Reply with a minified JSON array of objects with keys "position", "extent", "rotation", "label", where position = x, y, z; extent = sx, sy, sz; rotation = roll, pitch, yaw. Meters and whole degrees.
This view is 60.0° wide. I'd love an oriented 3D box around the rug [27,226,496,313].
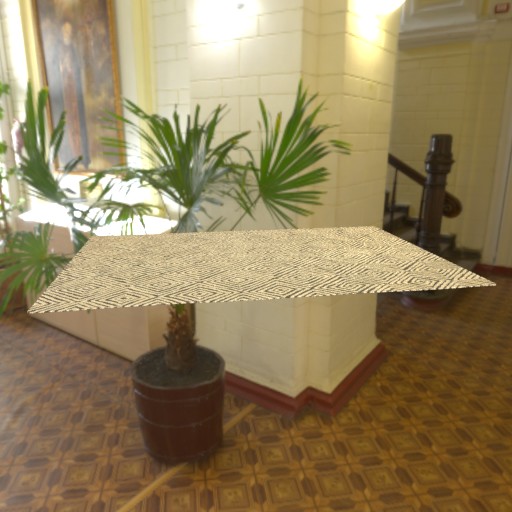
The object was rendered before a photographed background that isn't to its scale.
[{"position":[0.000,0.000,2.175],"extent":[1.750,0.004,1.177],"rotation":[-3,16,-9],"label":"rug"}]
